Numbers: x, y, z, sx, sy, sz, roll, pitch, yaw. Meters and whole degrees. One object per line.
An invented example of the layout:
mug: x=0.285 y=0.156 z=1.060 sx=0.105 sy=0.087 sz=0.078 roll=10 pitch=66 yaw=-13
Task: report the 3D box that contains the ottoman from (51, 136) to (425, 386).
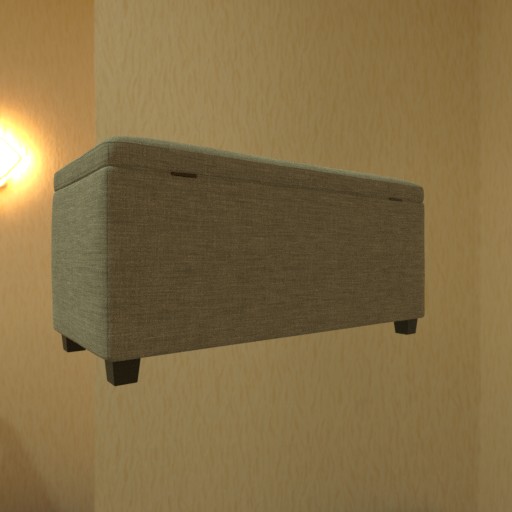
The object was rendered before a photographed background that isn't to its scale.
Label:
ottoman: x=0.000 y=0.000 z=1.127 sx=0.902 sy=0.432 sz=0.419 roll=0 pitch=0 yaw=-36
